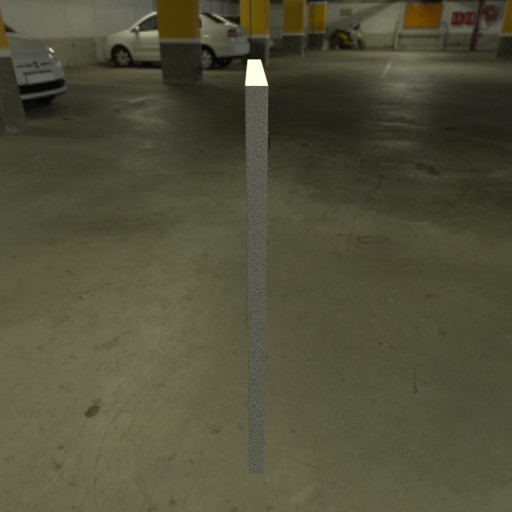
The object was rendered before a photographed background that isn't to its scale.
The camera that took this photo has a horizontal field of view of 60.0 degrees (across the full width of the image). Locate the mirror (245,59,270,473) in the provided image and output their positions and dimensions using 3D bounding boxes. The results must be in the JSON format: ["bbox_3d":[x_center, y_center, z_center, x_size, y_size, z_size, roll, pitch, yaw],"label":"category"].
[{"bbox_3d":[0.000,0.000,1.173,0.041,0.914,0.609,0,27,0],"label":"mirror"}]
